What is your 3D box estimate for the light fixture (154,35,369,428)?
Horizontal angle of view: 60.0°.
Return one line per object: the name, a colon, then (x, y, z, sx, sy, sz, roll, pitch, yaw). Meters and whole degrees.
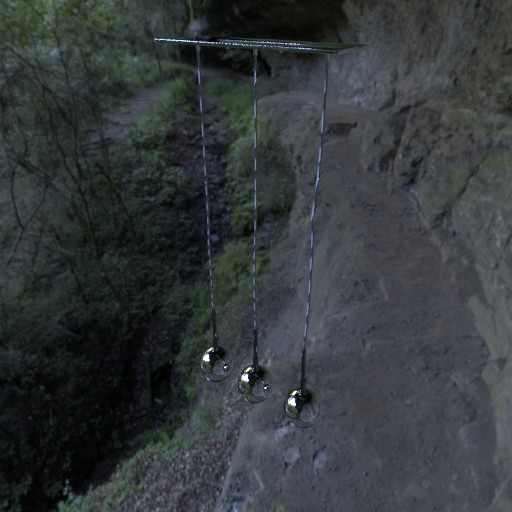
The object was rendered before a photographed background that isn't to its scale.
light fixture: (0.000, 0.000, 1.613, 0.623, 1.408, 0.188, 19, 35, 29)
